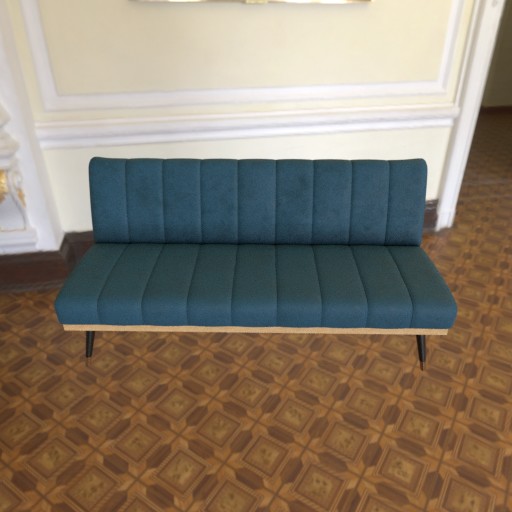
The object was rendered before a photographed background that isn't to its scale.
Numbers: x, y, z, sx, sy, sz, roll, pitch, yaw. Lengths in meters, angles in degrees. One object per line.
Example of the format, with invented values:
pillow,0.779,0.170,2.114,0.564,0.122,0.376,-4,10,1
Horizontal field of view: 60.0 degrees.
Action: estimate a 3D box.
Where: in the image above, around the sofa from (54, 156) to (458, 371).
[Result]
sofa,0.000,0.000,2.287,1.810,0.825,0.830,1,30,1
